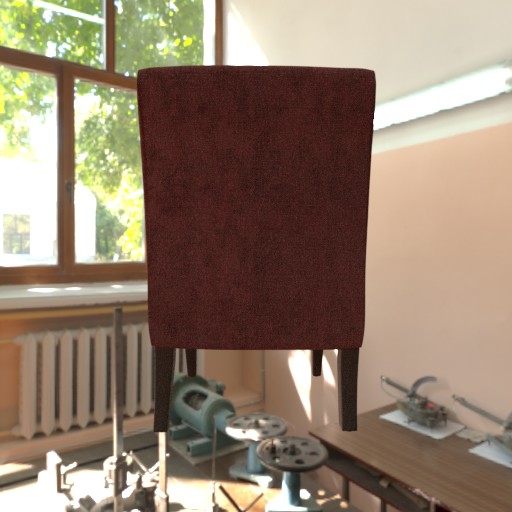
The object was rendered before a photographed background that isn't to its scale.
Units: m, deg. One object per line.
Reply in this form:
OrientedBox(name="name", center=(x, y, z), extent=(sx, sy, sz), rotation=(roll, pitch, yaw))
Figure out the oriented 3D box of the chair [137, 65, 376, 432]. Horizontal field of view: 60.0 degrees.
OrientedBox(name="chair", center=(0.000, 0.000, 1.277), extent=(0.538, 0.846, 0.640), rotation=(0, 0, 0))
